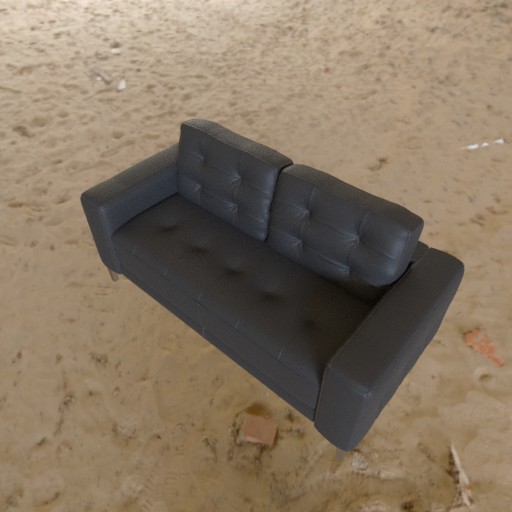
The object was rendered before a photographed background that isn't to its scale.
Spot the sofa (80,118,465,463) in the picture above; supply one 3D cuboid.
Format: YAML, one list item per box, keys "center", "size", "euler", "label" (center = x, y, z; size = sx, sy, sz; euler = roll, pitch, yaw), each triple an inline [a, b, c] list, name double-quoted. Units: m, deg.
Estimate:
- center: [0.000, 0.000, 2.203]
  size: [1.726, 0.893, 0.833]
  euler: [31, 53, 28]
  label: "sofa"
